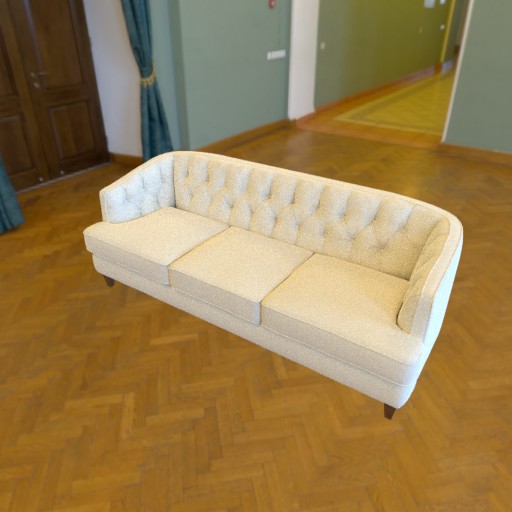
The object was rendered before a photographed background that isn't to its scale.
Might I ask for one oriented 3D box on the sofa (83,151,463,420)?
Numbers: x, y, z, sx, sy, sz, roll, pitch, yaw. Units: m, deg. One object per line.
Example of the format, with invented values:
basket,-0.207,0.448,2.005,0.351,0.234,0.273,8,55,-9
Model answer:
sofa,0.000,0.000,2.795,2.278,0.855,0.941,19,35,29
